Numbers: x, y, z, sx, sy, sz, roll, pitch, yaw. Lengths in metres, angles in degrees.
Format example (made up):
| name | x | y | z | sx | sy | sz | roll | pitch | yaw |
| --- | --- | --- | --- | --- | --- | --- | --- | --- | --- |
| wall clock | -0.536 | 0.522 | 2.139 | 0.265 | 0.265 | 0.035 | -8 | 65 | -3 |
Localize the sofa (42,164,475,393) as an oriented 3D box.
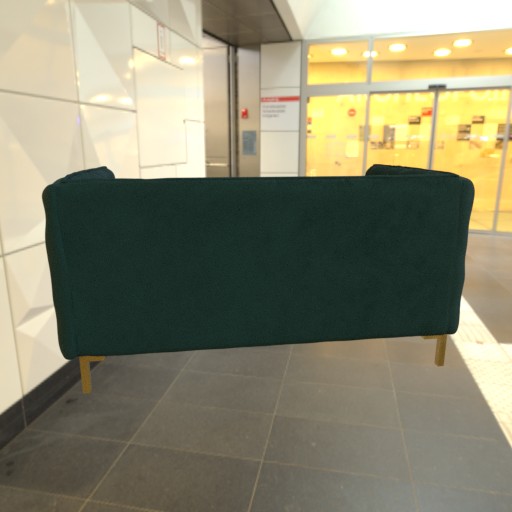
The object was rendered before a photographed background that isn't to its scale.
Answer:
| name | x | y | z | sx | sy | sz | roll | pitch | yaw |
| --- | --- | --- | --- | --- | --- | --- | --- | --- | --- |
| sofa | 0.000 | 0.000 | 2.067 | 1.583 | 0.810 | 0.909 | -2 | 14 | -8 |
